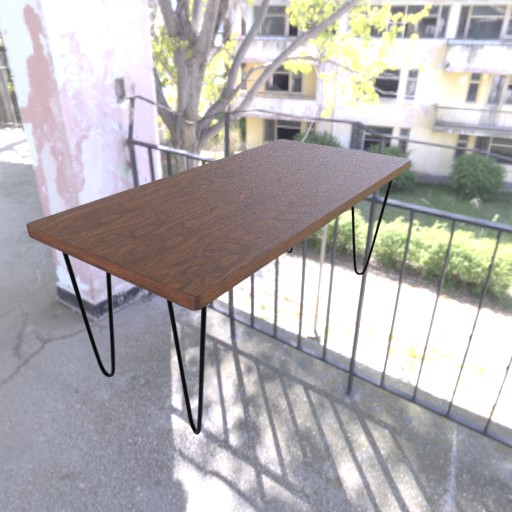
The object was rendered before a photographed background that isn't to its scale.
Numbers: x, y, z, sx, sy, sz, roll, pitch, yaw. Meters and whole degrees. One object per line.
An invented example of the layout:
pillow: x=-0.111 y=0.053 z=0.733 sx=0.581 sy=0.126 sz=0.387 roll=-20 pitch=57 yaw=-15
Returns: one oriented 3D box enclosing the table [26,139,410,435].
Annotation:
table: x=0.000 y=0.000 z=2.269 sx=0.883 sy=0.753 sz=1.791 roll=18 pitch=33 yaw=31
